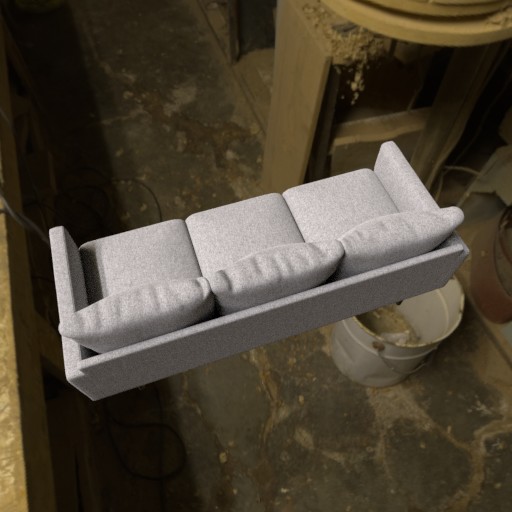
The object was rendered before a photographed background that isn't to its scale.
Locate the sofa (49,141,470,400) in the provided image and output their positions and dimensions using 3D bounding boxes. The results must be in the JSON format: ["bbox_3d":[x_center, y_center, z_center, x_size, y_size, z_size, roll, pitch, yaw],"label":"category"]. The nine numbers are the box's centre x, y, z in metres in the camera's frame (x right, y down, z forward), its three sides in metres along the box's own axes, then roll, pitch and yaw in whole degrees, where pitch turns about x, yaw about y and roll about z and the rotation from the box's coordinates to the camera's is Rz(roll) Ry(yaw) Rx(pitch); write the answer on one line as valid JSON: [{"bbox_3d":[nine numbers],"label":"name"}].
[{"bbox_3d":[0.000,0.000,2.394,2.000,0.830,0.850,-16,60,-10],"label":"sofa"}]
